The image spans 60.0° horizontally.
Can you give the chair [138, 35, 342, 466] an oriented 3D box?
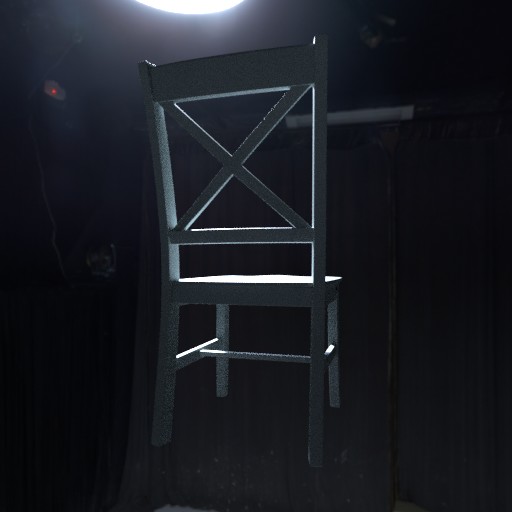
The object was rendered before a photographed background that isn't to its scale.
[{"bbox_3d":[0.000,0.000,1.293,0.485,0.983,0.542,0,-1,17],"label":"chair"}]
